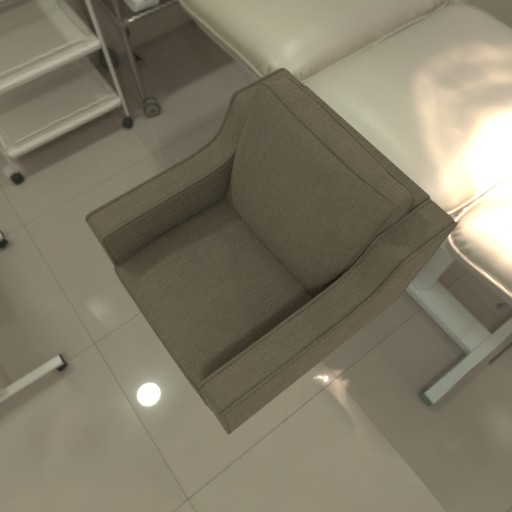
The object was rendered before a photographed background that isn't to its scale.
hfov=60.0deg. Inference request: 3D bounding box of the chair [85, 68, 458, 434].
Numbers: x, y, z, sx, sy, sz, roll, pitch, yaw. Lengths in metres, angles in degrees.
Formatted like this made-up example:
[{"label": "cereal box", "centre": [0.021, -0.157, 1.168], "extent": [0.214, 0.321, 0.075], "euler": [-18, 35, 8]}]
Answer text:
[{"label": "chair", "centre": [0.000, 0.000, 1.651], "extent": [0.909, 0.960, 0.831], "euler": [-34, 68, -16]}]
